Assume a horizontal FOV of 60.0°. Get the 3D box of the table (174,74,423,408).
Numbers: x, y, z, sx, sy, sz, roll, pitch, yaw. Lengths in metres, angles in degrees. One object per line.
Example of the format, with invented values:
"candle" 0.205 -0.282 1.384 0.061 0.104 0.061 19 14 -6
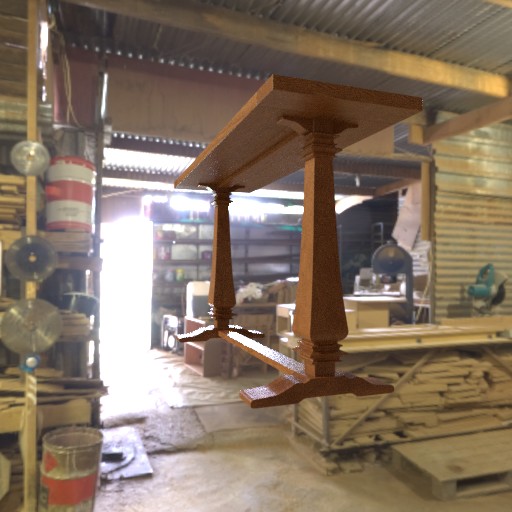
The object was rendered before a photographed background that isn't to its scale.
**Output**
"table" 0.000 0.000 1.840 0.461 0.852 1.478 0 -1 -20
